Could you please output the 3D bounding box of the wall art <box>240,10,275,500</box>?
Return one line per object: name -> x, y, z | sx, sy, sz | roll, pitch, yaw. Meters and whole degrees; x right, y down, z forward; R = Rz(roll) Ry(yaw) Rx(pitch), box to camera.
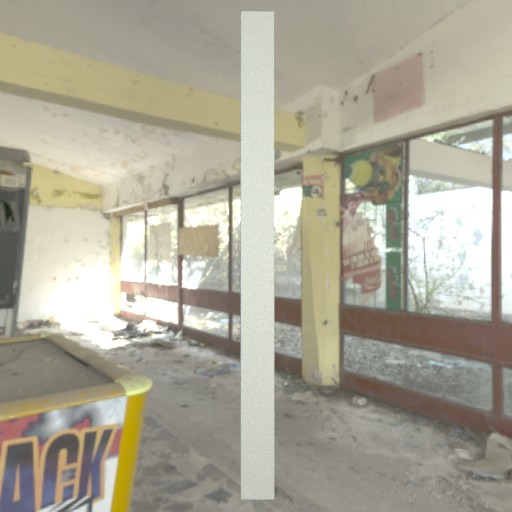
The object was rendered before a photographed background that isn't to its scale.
wall art -> 0.000, 0.000, 0.723 | 0.039, 0.553, 0.445 | 0, -1, 0
